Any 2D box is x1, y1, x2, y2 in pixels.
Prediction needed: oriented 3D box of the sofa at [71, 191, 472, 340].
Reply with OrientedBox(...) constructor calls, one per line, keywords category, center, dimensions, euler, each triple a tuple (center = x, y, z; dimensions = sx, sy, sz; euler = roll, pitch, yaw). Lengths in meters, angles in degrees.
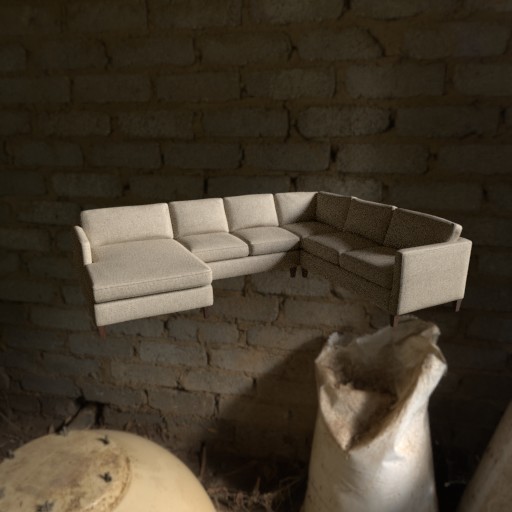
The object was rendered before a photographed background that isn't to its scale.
OrientedBox(category="sofa", center=(0.000, 0.000, 4.717), dimensions=(3.460, 0.959, 2.593), euler=(-8, 19, -25))
